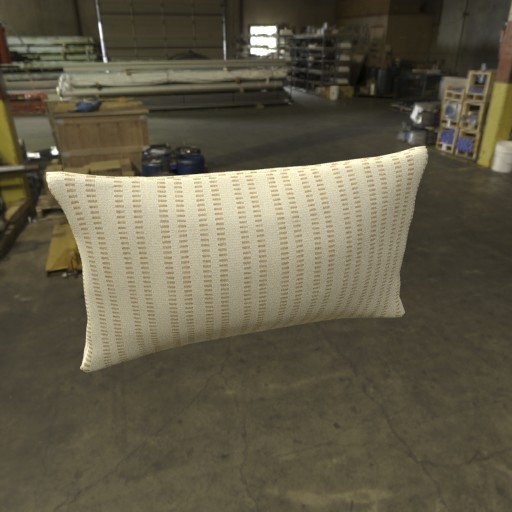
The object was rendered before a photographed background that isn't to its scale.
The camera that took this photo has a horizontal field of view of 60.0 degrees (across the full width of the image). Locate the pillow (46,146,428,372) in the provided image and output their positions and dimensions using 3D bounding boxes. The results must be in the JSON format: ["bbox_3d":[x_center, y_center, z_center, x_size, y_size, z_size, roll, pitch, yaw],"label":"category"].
[{"bbox_3d":[0.000,0.000,0.788,0.640,0.353,0.210,-7,27,-15],"label":"pillow"}]
